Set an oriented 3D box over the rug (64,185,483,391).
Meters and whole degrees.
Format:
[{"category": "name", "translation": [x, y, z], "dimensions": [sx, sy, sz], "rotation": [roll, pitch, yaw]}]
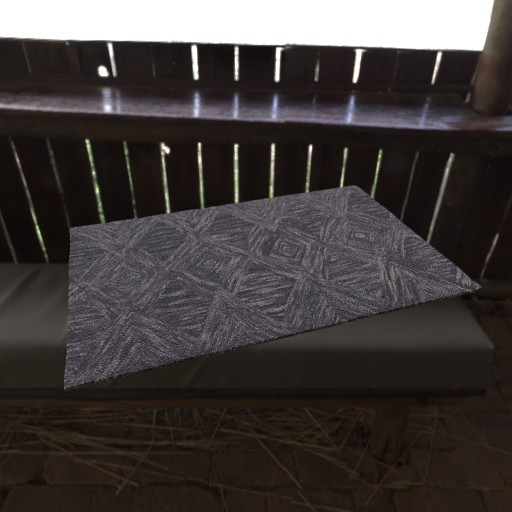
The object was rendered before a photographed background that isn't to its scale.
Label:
[{"category": "rug", "translation": [0.000, 0.000, 2.260], "dimensions": [1.814, 0.012, 1.186], "rotation": [-11, 35, -15]}]
